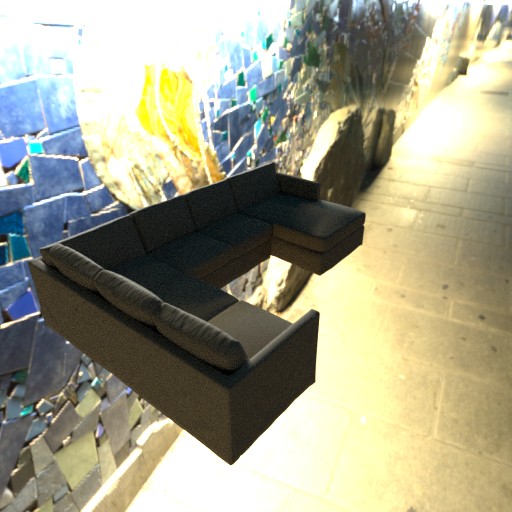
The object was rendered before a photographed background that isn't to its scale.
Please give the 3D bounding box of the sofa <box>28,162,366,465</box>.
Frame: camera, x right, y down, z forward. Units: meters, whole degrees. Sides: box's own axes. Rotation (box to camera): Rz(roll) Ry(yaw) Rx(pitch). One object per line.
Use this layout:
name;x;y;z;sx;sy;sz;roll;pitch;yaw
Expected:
sofa;0.000;0.000;4.533;2.427;0.882;3.460;21;35;34
